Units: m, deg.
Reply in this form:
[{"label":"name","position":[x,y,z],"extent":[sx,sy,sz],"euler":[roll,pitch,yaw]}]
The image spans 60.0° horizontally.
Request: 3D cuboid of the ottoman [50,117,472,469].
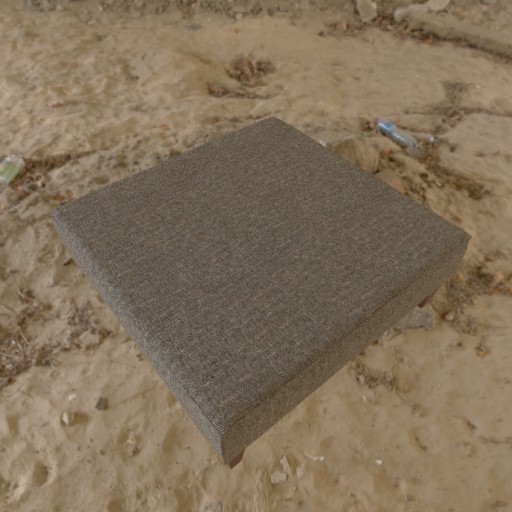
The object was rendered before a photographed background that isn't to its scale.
[{"label":"ottoman","position":[0.000,0.000,1.547],"extent":[1.016,0.379,0.981],"euler":[-31,54,-26]}]
